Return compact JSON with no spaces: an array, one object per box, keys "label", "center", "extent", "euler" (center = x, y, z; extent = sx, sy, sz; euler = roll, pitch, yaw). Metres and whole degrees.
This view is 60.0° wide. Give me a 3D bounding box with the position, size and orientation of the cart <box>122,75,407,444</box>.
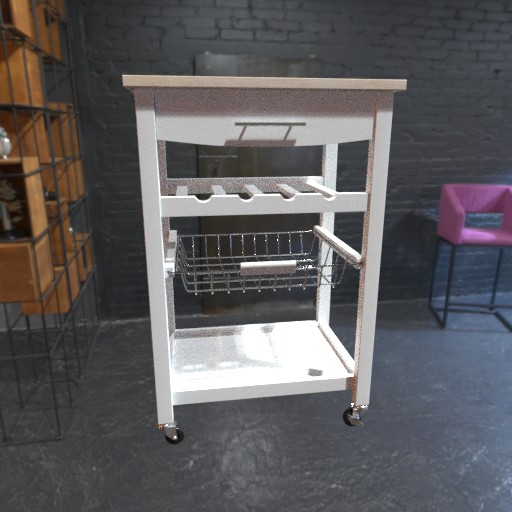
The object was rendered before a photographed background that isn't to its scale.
[{"label":"cart","center":[0.000,0.000,1.196],"extent":[0.578,0.857,0.406],"euler":[-2,16,-8]}]
